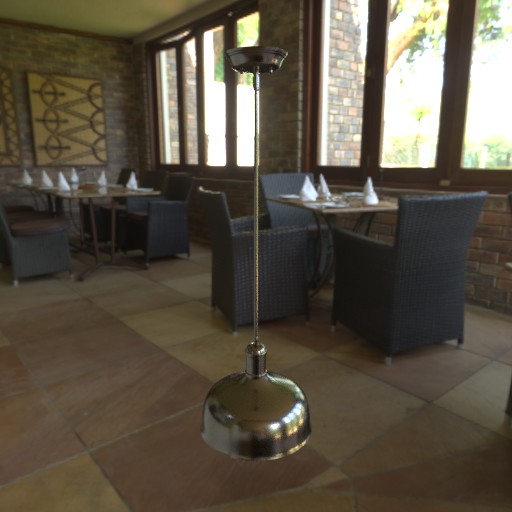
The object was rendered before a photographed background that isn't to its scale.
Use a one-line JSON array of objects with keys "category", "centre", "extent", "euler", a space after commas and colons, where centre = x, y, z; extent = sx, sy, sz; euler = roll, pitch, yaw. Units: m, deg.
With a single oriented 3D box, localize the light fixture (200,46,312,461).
[{"category": "light fixture", "centre": [0.000, 0.000, 1.102], "extent": [0.299, 0.935, 0.299], "euler": [2, 12, 9]}]
